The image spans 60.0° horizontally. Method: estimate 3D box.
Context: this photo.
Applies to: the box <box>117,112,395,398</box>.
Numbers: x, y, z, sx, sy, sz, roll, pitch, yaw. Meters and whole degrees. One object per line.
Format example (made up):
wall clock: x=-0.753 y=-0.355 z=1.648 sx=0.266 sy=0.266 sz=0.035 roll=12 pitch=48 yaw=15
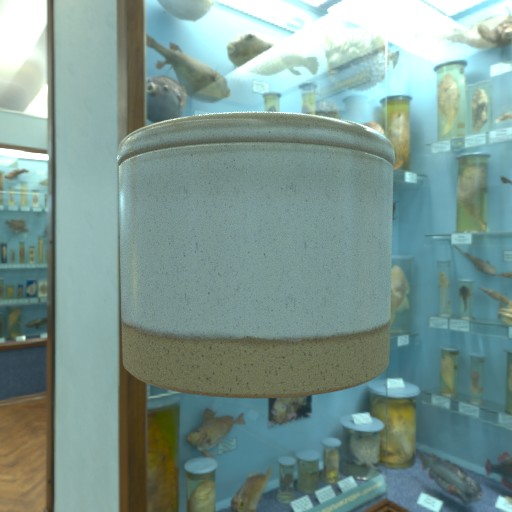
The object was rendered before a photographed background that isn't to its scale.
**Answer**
box: x=0.000 y=0.000 z=0.258 sx=0.154 sy=0.123 sz=0.154 roll=0 pitch=1 yaw=0
